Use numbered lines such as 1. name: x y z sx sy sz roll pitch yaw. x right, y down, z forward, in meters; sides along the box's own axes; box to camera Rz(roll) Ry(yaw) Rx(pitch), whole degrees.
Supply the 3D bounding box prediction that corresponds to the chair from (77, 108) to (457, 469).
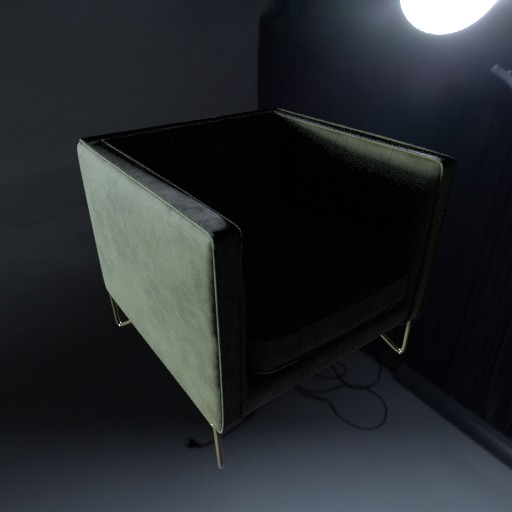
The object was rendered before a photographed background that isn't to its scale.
1. chair: 0.000 0.000 1.578 0.880 0.790 0.894 -20 36 -31
